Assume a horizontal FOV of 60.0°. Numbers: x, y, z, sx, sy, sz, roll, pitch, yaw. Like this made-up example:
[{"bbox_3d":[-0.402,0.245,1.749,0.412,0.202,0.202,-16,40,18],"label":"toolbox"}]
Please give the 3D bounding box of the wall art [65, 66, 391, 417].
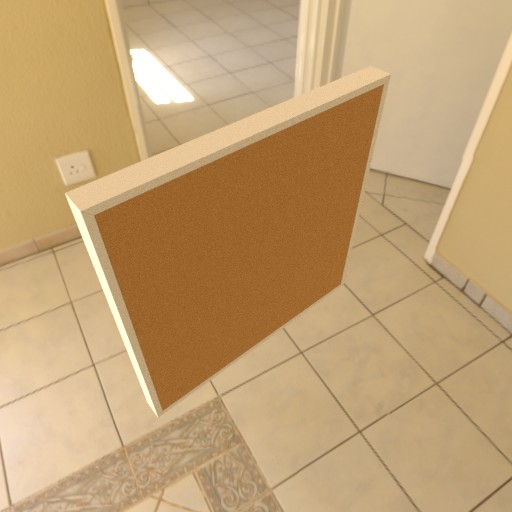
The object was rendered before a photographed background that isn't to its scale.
[{"bbox_3d":[0.000,0.000,0.460,0.304,0.304,0.024,-31,54,-26],"label":"wall art"}]
